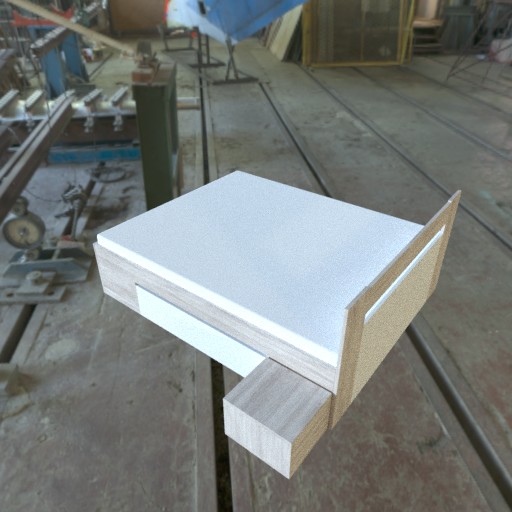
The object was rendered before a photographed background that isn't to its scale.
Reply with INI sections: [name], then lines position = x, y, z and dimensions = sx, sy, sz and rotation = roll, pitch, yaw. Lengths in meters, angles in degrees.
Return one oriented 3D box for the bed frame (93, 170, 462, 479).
[bed frame]
position = 0.000, 0.000, 3.175
dimensions = 2.050, 0.860, 2.040
rotation = 23, 39, 31
